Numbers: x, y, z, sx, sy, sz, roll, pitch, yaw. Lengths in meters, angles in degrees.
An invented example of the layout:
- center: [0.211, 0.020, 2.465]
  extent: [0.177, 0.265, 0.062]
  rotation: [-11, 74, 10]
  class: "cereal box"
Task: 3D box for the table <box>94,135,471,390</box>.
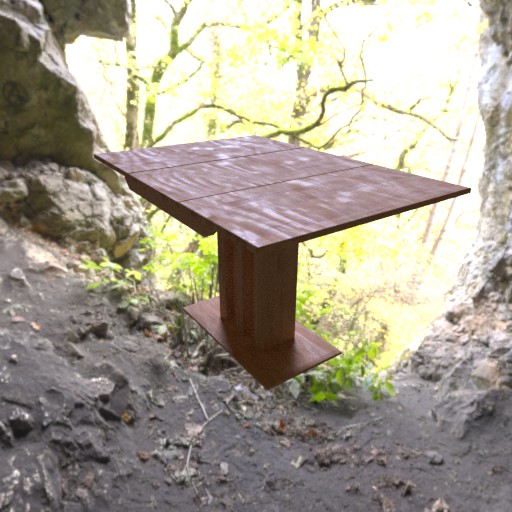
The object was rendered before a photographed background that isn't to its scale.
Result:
- center: [0.000, 0.000, 1.933]
  extent: [0.900, 0.770, 1.300]
  rotation: [-16, 29, -31]
  class: "table"
